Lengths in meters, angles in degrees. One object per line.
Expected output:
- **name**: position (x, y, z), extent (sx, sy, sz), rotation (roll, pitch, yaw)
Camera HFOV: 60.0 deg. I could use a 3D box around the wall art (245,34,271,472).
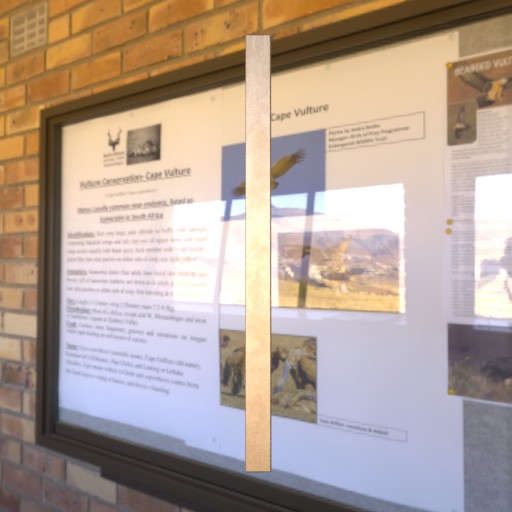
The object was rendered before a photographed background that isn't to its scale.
- **wall art**: position (0.000, 0.000, 0.763), extent (0.030, 0.506, 0.503), rotation (0, -1, -1)
